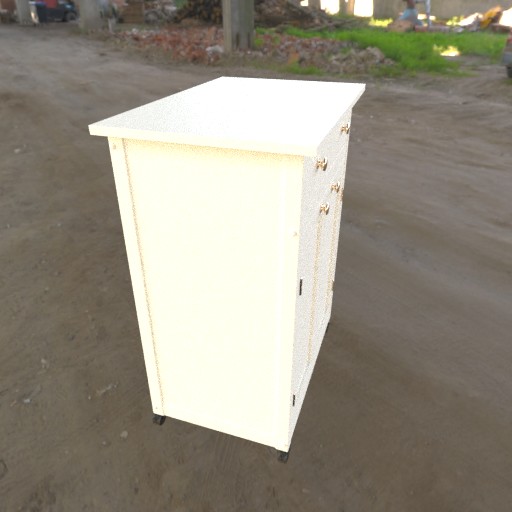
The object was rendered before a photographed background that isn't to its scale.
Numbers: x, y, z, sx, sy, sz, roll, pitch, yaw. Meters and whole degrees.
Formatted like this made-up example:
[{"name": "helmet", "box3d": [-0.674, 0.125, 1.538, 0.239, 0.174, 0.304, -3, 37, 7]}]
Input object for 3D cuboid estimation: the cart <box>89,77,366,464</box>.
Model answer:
[{"name": "cart", "box3d": [0.000, 0.000, 1.278, 0.442, 0.864, 0.683, 10, 31, 16]}]
